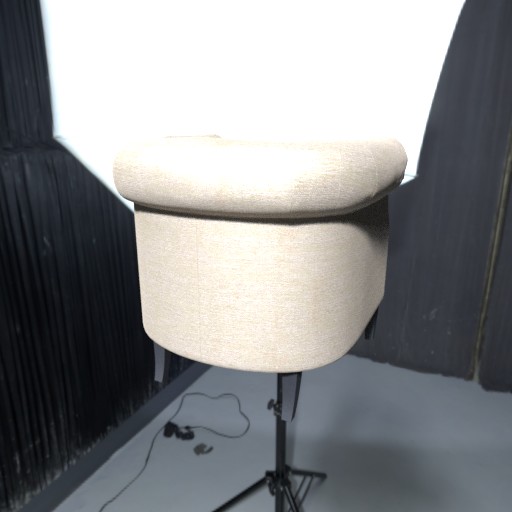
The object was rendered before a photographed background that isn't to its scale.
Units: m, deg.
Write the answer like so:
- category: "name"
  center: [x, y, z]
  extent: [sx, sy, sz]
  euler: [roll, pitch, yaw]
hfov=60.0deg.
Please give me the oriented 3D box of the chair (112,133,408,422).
- category: "chair"
  center: [0.000, 0.000, 1.566]
  extent: [0.905, 0.827, 0.852]
  euler: [8, 18, 25]
